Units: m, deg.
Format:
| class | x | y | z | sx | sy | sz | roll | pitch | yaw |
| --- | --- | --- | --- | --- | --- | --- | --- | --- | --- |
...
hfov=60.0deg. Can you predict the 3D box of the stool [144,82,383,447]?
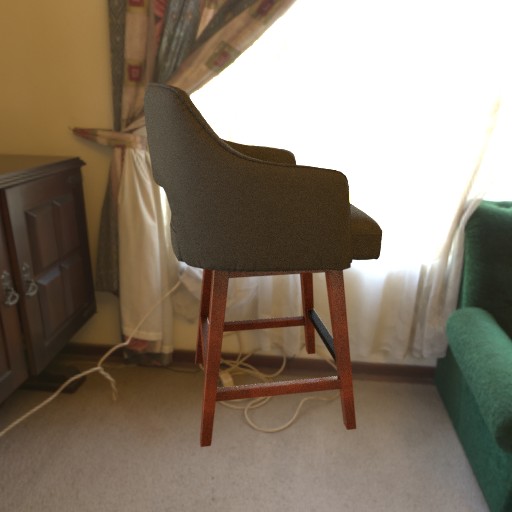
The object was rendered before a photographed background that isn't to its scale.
| class | x | y | z | sx | sy | sz | roll | pitch | yaw |
| --- | --- | --- | --- | --- | --- | --- | --- | --- | --- |
| stool | 0.000 | 0.000 | 1.262 | 0.558 | 0.912 | 0.548 | -3 | 19 | -9 |
